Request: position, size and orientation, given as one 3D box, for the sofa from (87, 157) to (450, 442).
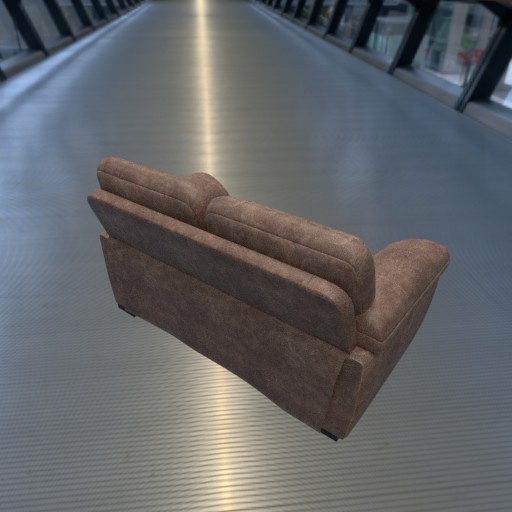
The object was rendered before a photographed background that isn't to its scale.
[{"bbox_3d":[0.000,0.000,2.411,1.753,0.991,0.991,22,38,32],"label":"sofa"}]
